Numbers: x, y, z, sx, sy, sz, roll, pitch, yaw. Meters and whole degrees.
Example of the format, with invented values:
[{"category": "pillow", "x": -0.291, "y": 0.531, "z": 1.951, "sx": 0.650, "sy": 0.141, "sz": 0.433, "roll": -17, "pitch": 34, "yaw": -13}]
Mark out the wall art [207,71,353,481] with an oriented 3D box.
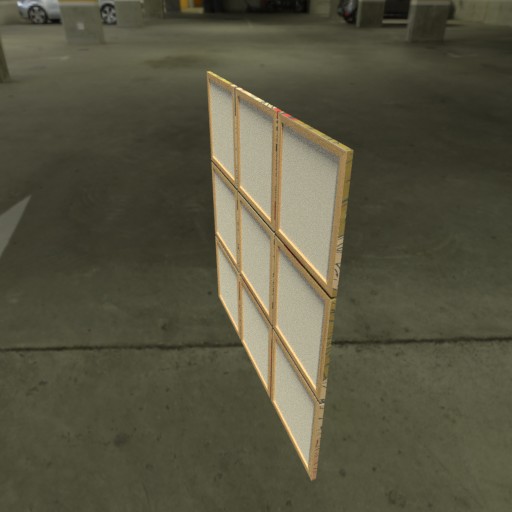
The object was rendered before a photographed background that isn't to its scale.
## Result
[{"category": "wall art", "x": 0.000, "y": 0.000, "z": 1.334, "sx": 0.013, "sy": 0.913, "sz": 0.904, "roll": -11, "pitch": 32, "yaw": -17}]
